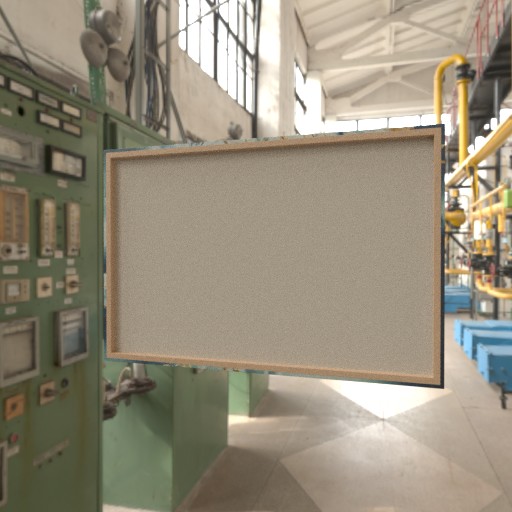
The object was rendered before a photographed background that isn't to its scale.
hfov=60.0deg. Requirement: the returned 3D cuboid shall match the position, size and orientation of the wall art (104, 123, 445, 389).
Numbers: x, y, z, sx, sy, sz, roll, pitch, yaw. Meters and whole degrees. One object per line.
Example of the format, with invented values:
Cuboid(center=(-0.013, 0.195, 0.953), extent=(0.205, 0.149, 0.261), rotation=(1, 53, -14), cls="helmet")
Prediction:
Cuboid(center=(0.000, 0.000, 1.449), extent=(1.138, 0.759, 0.035), rotation=(0, 1, 17), cls="wall art")
